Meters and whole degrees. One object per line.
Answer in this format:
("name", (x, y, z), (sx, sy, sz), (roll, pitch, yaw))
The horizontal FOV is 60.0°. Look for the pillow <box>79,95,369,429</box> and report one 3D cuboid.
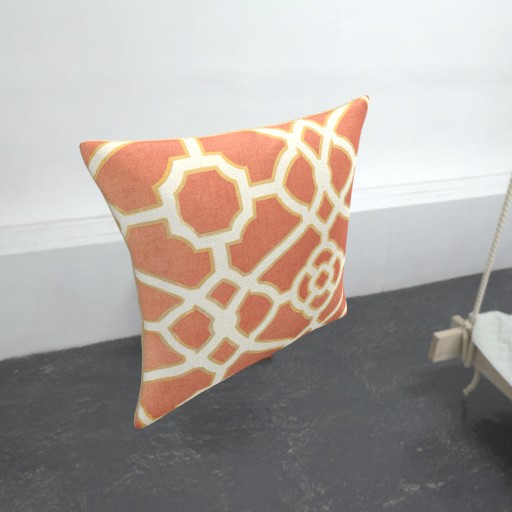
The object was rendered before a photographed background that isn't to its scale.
("pillow", (0.000, 0.000, 0.814), (0.552, 0.508, 0.166), (-21, 35, -33))
